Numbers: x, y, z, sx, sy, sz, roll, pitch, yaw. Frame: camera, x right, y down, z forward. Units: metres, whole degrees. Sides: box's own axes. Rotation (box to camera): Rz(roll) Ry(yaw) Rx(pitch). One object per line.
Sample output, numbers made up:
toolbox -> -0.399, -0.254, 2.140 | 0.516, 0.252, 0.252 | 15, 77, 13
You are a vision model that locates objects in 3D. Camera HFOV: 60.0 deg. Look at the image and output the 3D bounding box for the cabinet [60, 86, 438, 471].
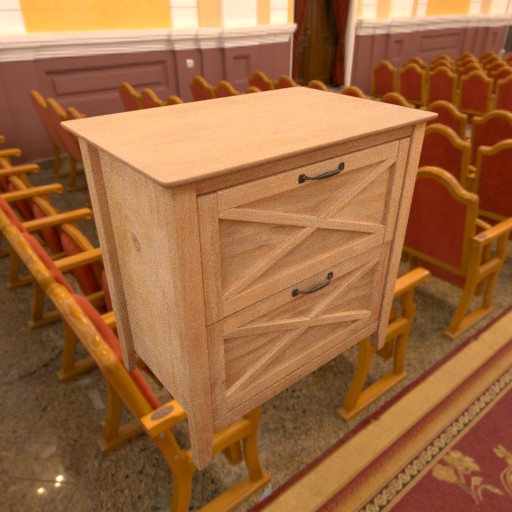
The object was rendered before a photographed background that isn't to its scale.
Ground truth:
cabinet -> 0.000, 0.000, 1.246 | 0.763, 0.762, 0.503 | -22, 37, -33
